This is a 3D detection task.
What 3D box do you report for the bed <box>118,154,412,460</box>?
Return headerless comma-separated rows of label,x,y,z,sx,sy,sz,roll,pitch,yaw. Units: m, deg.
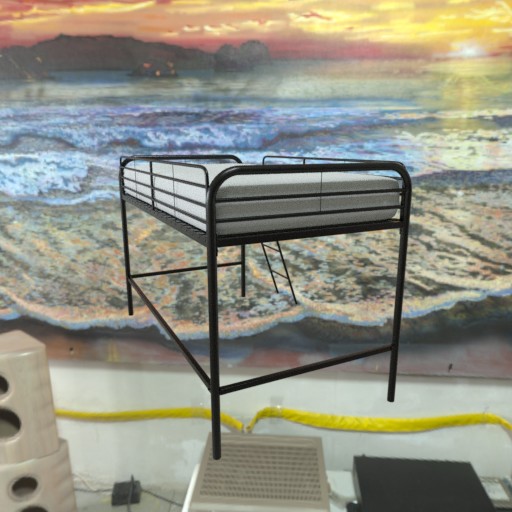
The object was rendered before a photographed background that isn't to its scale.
bed,0.000,0.000,2.969,1.393,1.289,1.968,-7,16,-26
